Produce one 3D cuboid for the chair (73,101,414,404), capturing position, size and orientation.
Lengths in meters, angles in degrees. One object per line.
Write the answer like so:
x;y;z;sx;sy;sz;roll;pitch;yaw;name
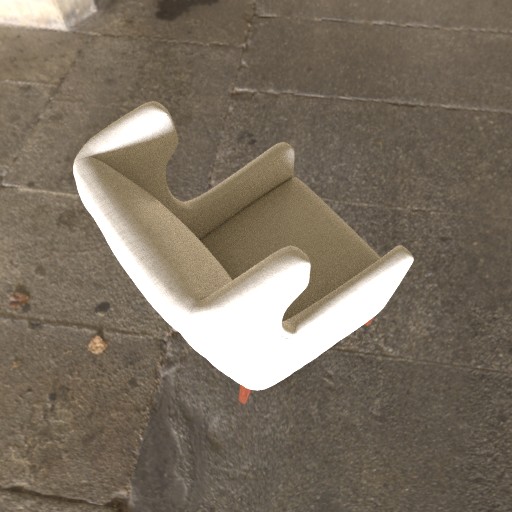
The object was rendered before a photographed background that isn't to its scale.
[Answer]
0.000;0.000;1.646;0.899;1.079;0.778;-32;63;-19;chair
